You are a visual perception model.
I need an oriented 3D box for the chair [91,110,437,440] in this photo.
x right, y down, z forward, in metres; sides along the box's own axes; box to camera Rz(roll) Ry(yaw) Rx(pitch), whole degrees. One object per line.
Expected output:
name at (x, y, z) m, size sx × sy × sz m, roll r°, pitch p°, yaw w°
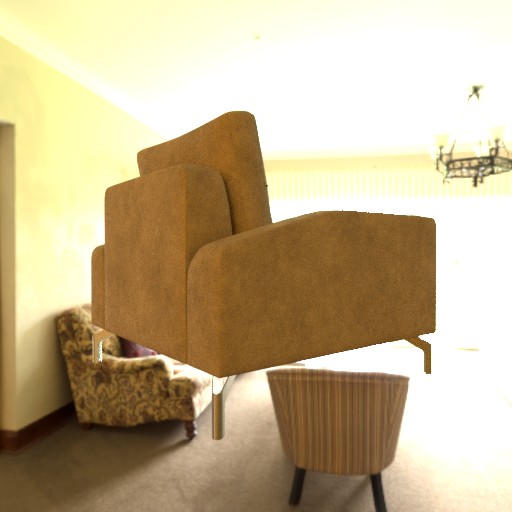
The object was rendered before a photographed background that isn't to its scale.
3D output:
chair at (0.000, 0.000, 1.586) m, size 0.900 × 0.800 × 0.900 m, roll -1°, pitch 1°, yaw -37°
